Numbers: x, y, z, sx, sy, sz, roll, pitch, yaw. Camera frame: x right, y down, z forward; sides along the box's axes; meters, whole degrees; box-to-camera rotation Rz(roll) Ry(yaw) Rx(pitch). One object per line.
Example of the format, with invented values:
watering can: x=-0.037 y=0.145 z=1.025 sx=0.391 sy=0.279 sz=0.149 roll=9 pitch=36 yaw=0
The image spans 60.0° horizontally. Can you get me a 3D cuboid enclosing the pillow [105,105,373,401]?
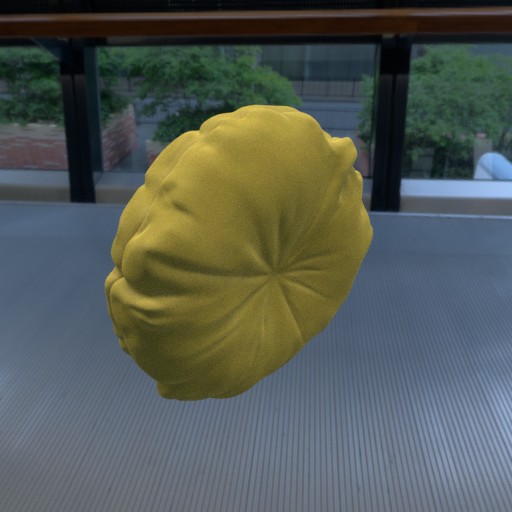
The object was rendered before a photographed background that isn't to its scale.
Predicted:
pillow: x=0.000 y=0.000 z=0.631 sx=0.428 sy=0.407 sz=0.148 roll=-22 pitch=37 yaw=-33
